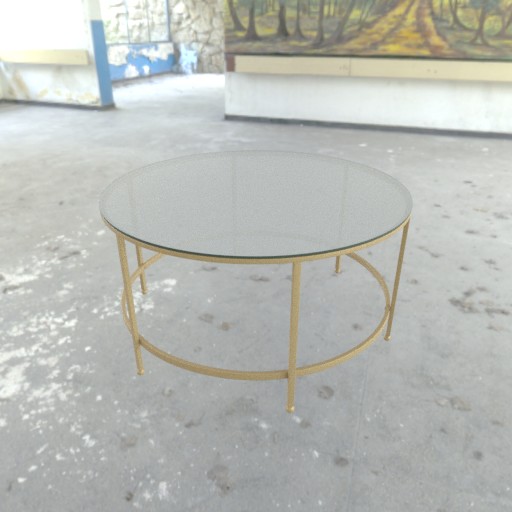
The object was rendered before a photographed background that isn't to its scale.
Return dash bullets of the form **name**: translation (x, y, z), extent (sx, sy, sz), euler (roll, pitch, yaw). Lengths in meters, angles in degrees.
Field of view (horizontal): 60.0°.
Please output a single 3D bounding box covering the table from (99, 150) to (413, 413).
- **table**: translation (0.000, 0.000, 1.454), extent (0.914, 0.470, 0.914), euler (0, 27, 0)
